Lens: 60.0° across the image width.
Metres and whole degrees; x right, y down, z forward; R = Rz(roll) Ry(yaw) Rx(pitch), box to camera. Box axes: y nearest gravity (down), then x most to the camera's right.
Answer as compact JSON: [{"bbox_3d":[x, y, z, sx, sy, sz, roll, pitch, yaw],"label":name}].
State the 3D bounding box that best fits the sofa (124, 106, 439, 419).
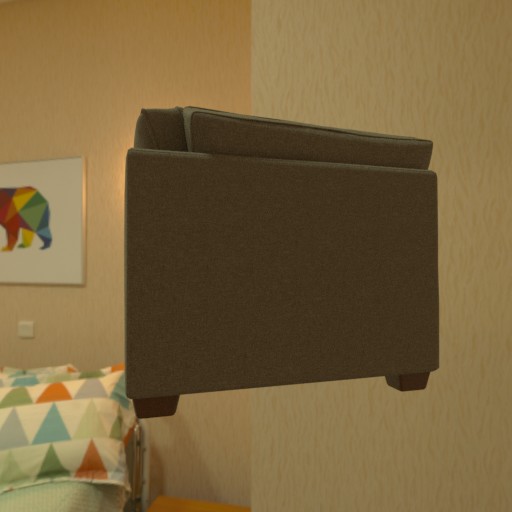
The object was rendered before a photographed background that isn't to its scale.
[{"bbox_3d":[0.000,0.000,1.845,1.050,0.951,1.042,0,-1,-17],"label":"sofa"}]
